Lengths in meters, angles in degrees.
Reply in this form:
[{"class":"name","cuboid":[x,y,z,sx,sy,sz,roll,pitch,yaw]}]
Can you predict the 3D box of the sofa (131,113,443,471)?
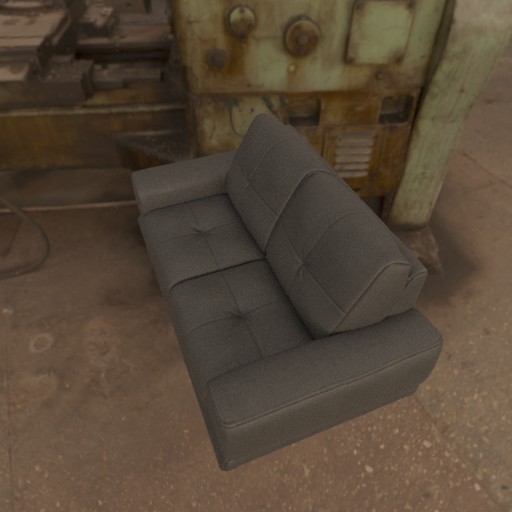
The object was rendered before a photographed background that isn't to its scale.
[{"class":"sofa","cuboid":[0.000,0.000,2.352,1.018,0.907,1.806,-16,47,-16]}]
